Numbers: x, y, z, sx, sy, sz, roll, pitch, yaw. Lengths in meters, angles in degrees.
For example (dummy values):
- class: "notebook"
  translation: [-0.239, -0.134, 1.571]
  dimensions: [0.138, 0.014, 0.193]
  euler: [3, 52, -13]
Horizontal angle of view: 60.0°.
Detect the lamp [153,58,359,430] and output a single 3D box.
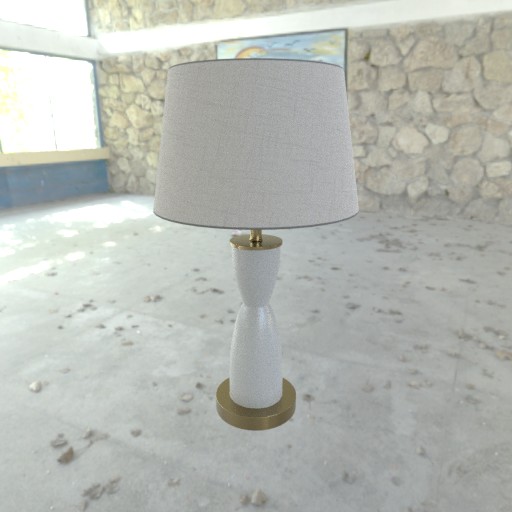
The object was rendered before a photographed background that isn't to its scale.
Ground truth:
- class: "lamp"
  translation: [0.000, 0.000, 0.703]
  dimensions: [0.309, 0.545, 0.309]
  euler: [0, 16, 0]
